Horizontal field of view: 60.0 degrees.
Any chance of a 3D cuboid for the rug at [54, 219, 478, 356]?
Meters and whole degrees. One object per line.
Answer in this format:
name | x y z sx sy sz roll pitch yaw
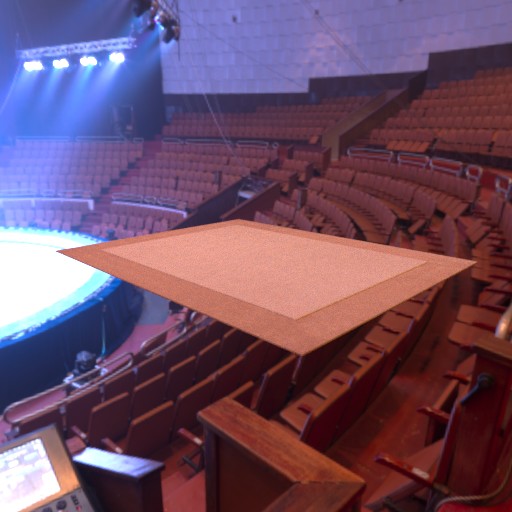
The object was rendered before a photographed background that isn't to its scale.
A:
rug | 0.000 0.000 4.069 3.048 0.014 2.438 14 20 43
